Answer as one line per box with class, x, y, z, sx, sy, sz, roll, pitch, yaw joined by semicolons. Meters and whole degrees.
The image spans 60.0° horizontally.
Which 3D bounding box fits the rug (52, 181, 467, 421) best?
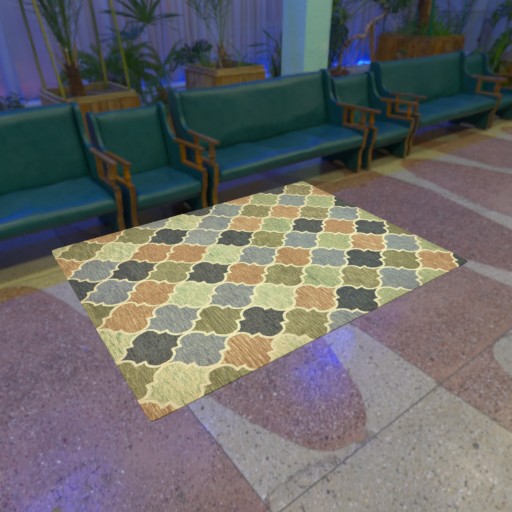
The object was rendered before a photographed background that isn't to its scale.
rug;0.000;0.000;4.263;3.200;0.013;2.439;-20;36;-29
